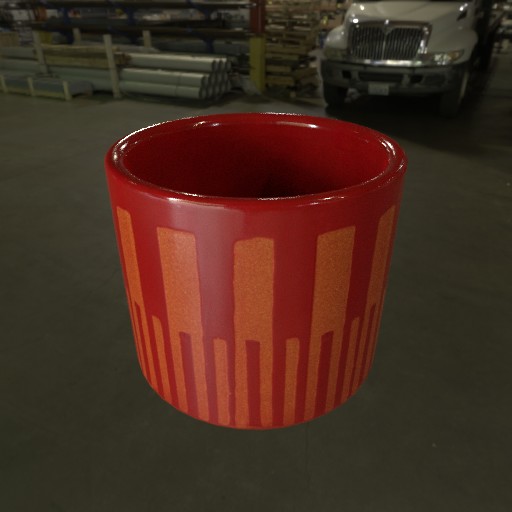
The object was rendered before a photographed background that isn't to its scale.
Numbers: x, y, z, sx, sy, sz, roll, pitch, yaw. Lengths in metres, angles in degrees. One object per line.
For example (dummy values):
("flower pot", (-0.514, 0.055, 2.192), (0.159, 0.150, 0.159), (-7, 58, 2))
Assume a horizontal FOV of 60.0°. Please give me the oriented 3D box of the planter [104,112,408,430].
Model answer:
("planter", (0.000, 0.000, 0.397), (0.230, 0.202, 0.230), (0, 30, 0))
